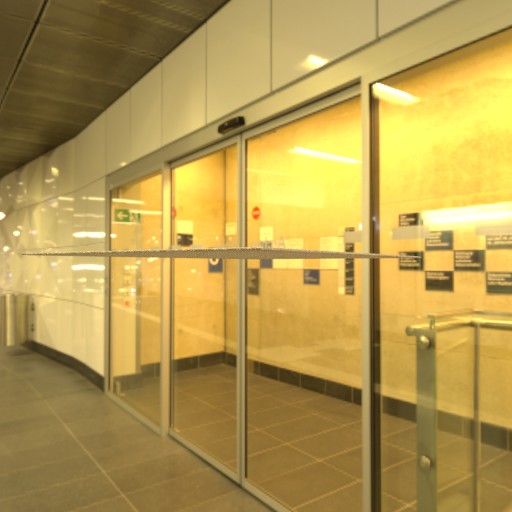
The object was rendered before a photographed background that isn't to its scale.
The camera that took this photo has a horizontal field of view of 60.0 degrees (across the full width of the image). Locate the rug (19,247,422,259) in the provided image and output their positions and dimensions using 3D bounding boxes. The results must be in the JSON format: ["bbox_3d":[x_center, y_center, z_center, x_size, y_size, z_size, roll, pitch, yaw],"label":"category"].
[{"bbox_3d":[0.000,0.000,2.839,1.514,0.011,2.233,-1,-1,34],"label":"rug"}]
